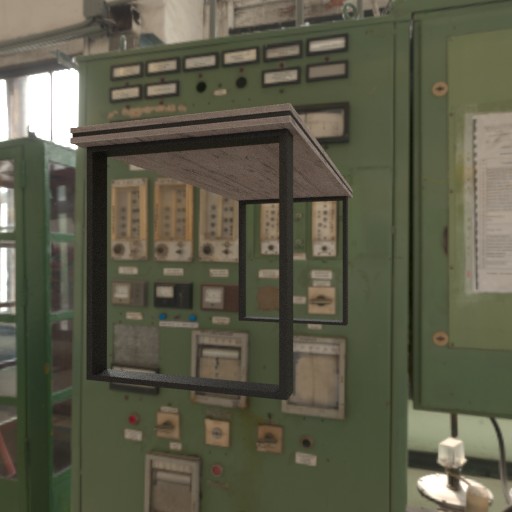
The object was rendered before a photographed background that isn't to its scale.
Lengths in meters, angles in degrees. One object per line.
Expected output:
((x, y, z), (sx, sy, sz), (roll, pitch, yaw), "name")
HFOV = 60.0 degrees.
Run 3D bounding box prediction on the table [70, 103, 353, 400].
((0.000, 0.000, 2.278), (0.795, 0.899, 1.778), (0, 0, 18), "table")
